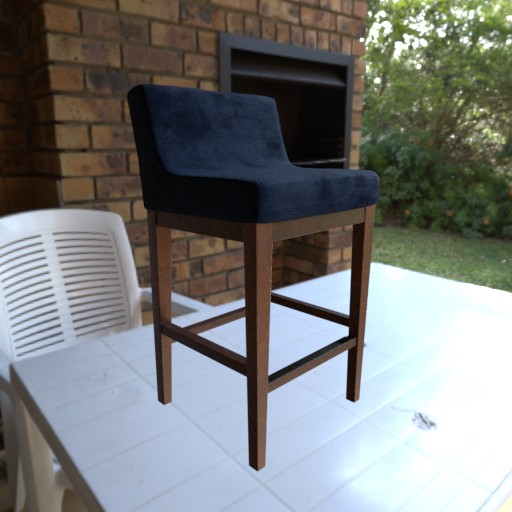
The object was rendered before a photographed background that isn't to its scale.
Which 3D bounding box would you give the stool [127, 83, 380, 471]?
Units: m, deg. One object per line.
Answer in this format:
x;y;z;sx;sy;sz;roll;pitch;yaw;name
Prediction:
0.000;0.000;1.295;0.511;0.945;0.516;-13;19;-43;stool
